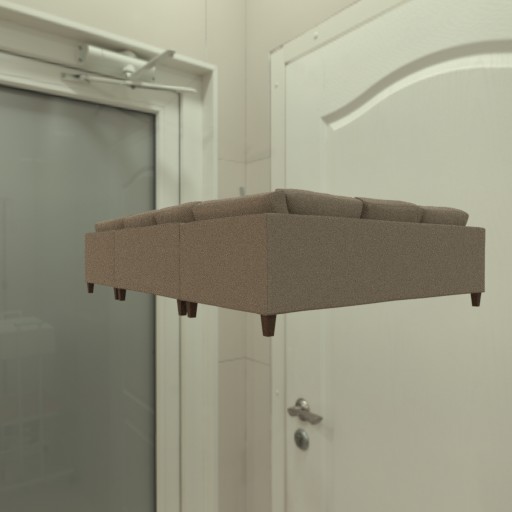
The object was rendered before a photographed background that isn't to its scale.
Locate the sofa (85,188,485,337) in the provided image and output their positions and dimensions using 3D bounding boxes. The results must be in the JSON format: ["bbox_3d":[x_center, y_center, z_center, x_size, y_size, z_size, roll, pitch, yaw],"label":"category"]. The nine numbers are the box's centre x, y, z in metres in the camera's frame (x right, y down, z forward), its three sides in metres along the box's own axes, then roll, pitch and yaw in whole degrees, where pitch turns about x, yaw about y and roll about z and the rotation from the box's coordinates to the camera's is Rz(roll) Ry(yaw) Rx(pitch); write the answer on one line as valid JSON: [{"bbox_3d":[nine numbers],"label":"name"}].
[{"bbox_3d":[0.000,0.000,4.490,2.424,0.865,3.438,0,1,-37],"label":"sofa"}]
